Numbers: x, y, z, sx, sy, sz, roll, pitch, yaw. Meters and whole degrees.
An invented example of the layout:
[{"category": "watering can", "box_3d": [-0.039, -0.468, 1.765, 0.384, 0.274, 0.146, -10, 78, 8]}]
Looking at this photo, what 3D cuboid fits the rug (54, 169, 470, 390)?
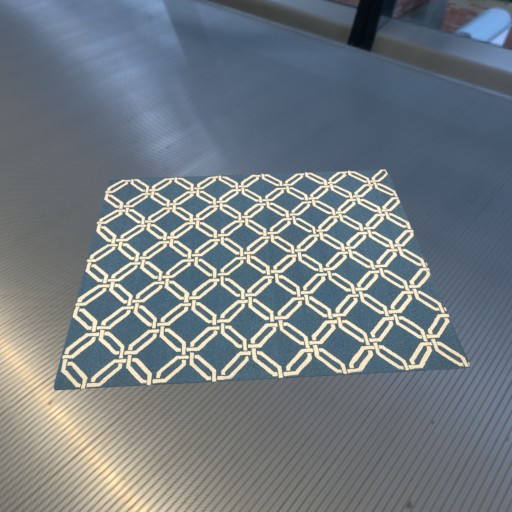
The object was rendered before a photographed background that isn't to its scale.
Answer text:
[{"category": "rug", "box_3d": [0.000, 0.000, 3.786, 2.867, 0.020, 2.277, -3, 48, -2]}]
